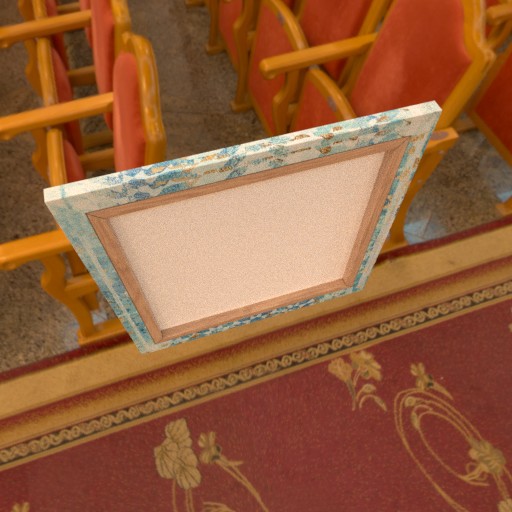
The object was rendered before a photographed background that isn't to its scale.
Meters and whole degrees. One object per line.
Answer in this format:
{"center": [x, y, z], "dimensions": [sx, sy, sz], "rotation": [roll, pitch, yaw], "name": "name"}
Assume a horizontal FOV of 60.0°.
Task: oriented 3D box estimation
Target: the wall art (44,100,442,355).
{"center": [0.000, 0.000, 1.373], "dimensions": [0.916, 0.916, 0.040], "rotation": [-15, 59, -9], "name": "wall art"}
